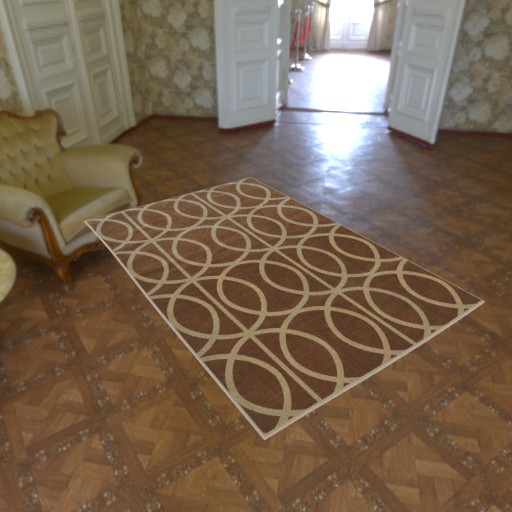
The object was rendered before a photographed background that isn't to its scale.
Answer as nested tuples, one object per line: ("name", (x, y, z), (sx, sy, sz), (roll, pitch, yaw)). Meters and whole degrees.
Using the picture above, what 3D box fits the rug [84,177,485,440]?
("rug", (0.000, 0.000, 2.882), (1.528, 0.014, 2.294), (-20, 37, -30))
